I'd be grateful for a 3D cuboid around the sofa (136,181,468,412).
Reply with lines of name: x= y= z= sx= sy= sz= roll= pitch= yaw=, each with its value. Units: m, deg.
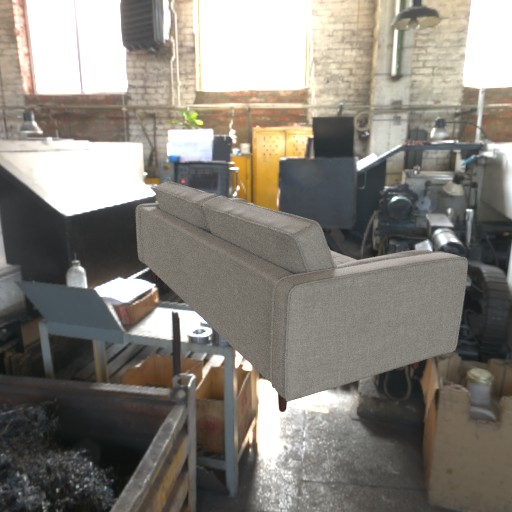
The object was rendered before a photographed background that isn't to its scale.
sofa: x=0.000 y=0.000 z=2.643 sx=0.914 sy=0.762 sz=2.211 roll=-8 pitch=17 yaw=-27
